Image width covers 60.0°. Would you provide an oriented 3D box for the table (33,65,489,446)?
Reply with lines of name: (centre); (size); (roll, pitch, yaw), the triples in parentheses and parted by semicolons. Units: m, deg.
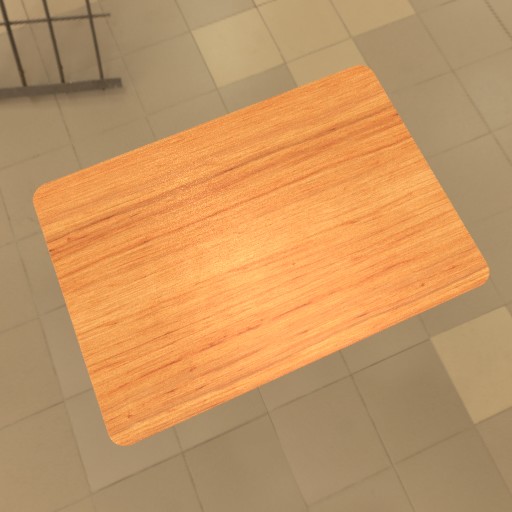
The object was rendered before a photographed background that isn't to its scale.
table: (0.000, 0.000, 1.345); (0.997, 0.445, 0.696); (-23, 76, -6)
